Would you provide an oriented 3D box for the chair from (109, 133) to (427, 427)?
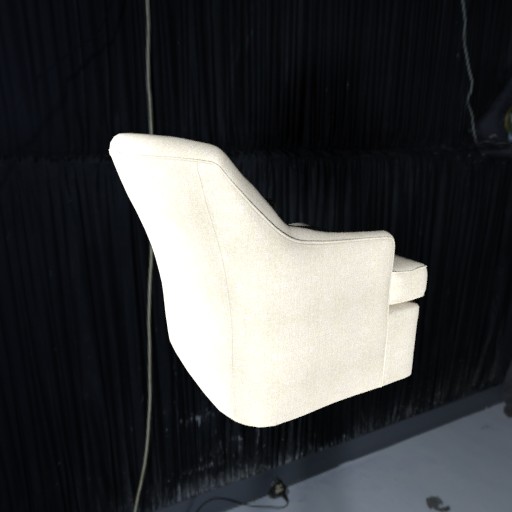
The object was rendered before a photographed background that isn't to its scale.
[{"bbox_3d":[0.000,0.000,1.592,0.923,0.856,0.864,-8,18,-26],"label":"chair"}]
